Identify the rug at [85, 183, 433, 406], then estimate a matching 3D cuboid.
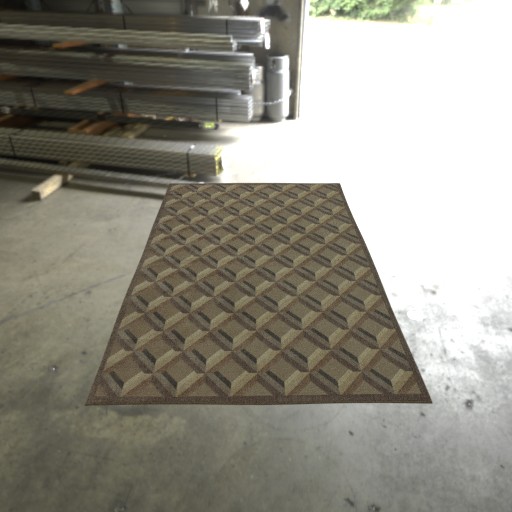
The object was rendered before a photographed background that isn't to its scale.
[{"bbox_3d":[0.000,0.000,2.053,1.066,0.011,1.677,0,33,0],"label":"rug"}]
